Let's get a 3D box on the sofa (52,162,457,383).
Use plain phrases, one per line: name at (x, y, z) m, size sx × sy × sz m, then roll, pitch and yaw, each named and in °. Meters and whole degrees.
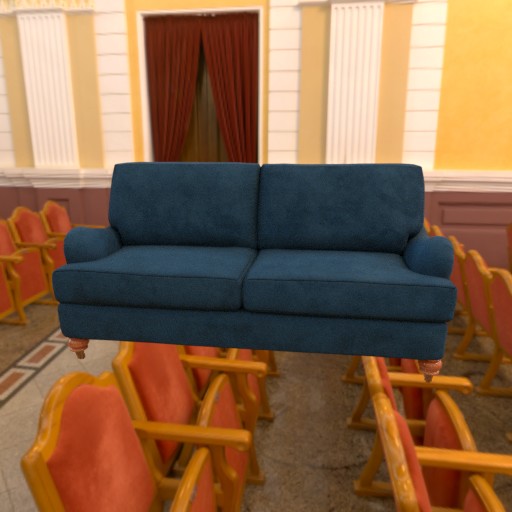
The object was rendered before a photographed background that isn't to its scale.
sofa at (0.000, 0.000, 2.725) m, size 2.141 × 1.101 × 1.084 m, roll 2°, pitch 15°, yaw 7°
